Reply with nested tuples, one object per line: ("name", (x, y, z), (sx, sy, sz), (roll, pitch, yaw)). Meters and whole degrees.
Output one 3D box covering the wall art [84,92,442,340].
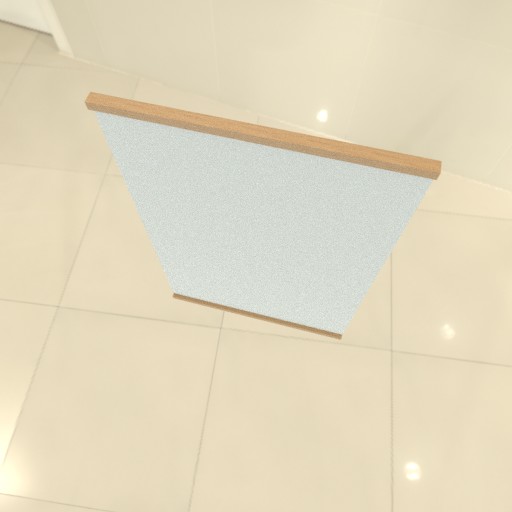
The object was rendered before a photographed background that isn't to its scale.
("wall art", (0.000, 0.000, 0.634), (0.335, 0.510, 0.013), (13, 64, 7))
